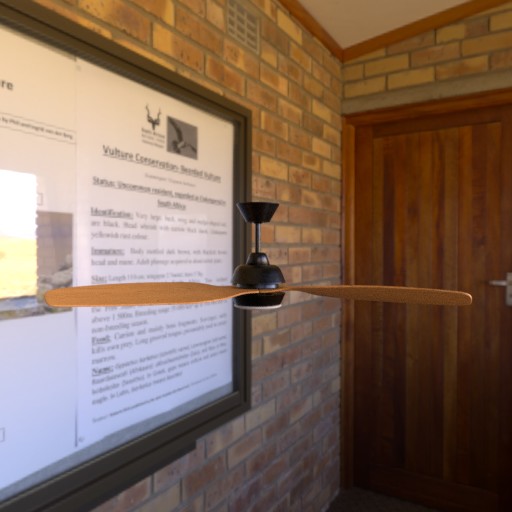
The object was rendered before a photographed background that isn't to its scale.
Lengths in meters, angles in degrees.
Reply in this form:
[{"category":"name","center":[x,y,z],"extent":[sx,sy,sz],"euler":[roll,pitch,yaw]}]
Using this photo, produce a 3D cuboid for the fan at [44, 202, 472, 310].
[{"category":"fan","center":[0.000,0.000,1.650],"extent":[1.142,0.355,1.010],"euler":[0,1,0]}]
